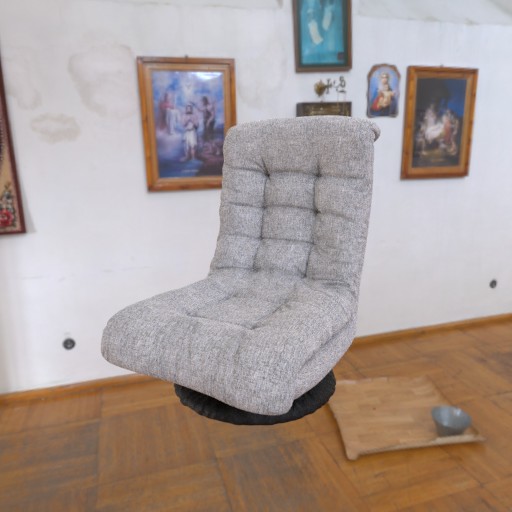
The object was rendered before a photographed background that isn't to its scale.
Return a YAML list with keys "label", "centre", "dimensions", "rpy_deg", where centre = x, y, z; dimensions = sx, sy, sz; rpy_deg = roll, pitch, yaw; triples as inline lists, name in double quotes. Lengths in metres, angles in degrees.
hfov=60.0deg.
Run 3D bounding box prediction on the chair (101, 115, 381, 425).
- label: "chair"
  centre: [0.000, 0.000, 0.953]
  dimensions: [0.400, 0.600, 0.583]
  rpy_deg: [7, 15, 27]
